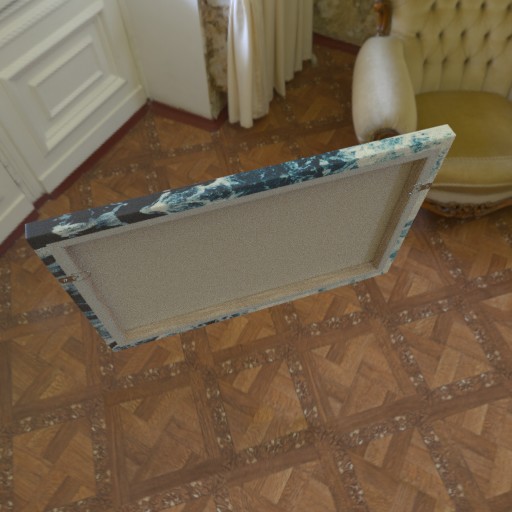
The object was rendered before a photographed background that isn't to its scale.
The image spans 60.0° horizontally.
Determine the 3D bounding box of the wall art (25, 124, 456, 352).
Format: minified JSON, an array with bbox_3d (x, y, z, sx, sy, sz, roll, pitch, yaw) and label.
[{"bbox_3d":[0.000,0.000,1.166,0.915,0.610,0.042,-15,59,-9],"label":"wall art"}]
